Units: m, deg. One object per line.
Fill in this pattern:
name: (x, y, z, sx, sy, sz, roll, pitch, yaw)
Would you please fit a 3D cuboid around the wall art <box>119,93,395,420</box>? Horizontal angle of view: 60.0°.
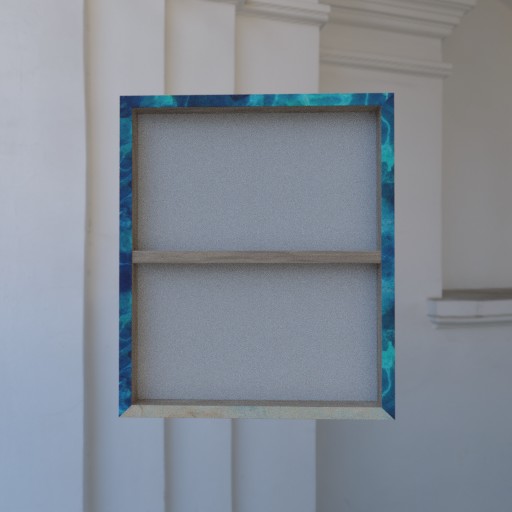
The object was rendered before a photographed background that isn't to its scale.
wall art: (0.000, 0.000, 0.713, 0.432, 0.508, 0.038, 0, -1, 2)
